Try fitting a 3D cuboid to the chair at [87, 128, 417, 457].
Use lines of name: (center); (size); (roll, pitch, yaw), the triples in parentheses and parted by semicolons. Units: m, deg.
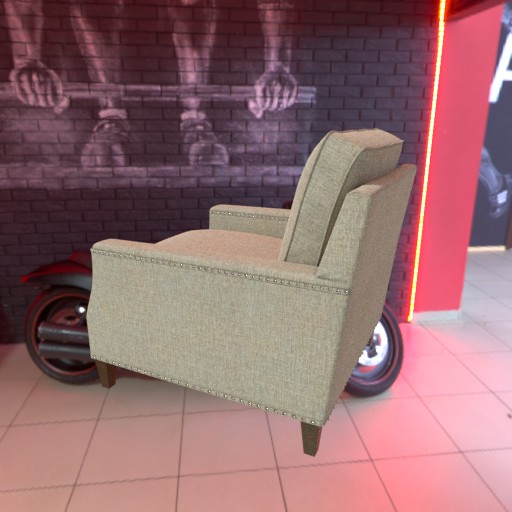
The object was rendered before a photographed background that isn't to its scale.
chair: (0.000, 0.000, 1.702); (1.014, 0.943, 0.853); (8, 18, 25)
